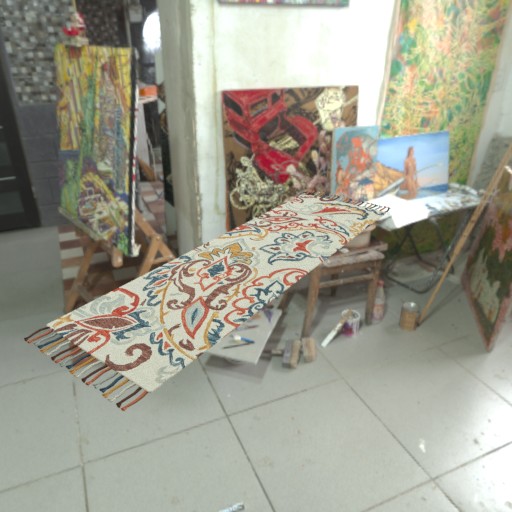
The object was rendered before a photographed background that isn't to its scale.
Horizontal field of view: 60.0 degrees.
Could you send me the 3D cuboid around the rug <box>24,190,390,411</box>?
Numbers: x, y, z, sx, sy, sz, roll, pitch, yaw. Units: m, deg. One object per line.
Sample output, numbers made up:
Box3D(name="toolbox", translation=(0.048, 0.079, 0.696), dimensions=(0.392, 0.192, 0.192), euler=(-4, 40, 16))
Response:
Box3D(name="rug", translation=(0.000, 0.000, 2.845), dimensions=(0.763, 0.015, 2.682), euler=(19, 33, 32))
